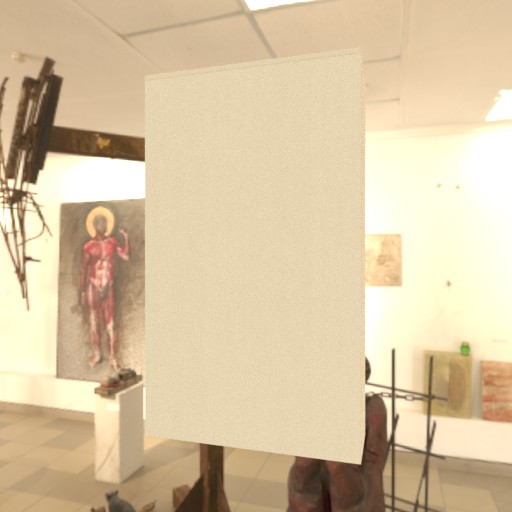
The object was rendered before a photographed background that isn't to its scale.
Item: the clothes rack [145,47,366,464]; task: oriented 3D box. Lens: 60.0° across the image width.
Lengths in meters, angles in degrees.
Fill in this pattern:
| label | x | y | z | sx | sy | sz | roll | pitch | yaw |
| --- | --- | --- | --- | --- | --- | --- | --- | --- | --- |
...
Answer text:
| label | x | y | z | sx | sy | sz | roll | pitch | yaw |
| --- | --- | --- | --- | --- | --- | --- | --- | --- | --- |
| clothes rack | 0.000 | 0.000 | 1.587 | 0.750 | 1.280 | 0.250 | 0 | 0 | 17 |
